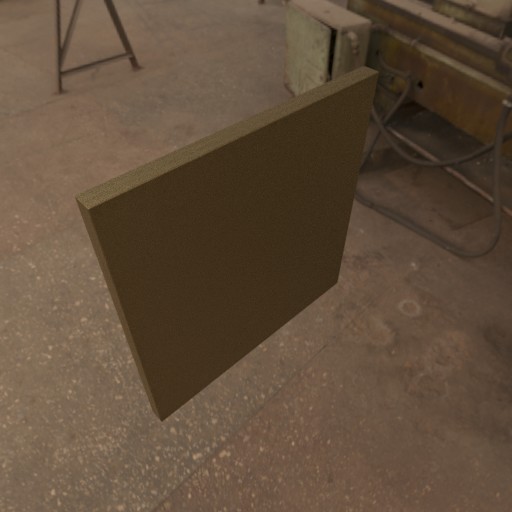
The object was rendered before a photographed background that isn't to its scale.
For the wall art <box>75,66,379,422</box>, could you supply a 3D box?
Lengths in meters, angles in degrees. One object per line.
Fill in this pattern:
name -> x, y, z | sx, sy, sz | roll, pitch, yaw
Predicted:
wall art -> 0.000, 0.000, 0.767 | 0.503, 0.506, 0.031 | -33, 54, -29
